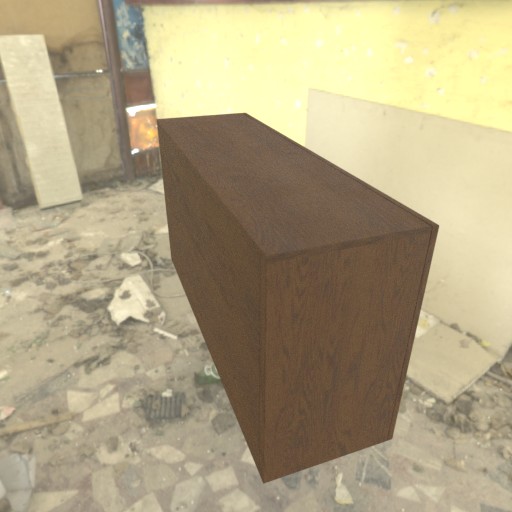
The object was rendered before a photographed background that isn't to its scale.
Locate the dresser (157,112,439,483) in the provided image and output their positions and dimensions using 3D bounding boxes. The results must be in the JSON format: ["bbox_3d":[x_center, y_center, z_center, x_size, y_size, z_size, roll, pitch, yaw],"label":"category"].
[{"bbox_3d":[0.000,0.000,1.909,0.512,0.889,1.523,-10,31,-18],"label":"dresser"}]
